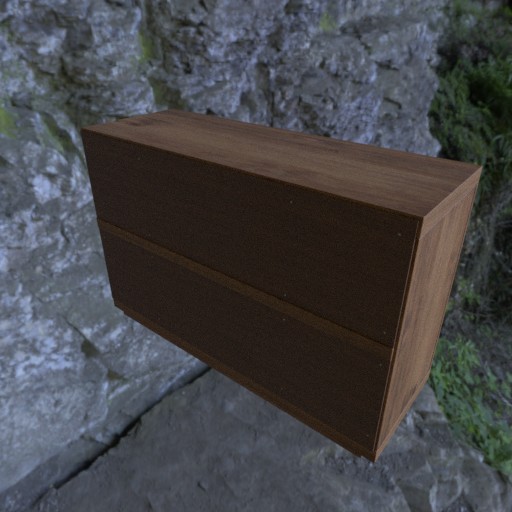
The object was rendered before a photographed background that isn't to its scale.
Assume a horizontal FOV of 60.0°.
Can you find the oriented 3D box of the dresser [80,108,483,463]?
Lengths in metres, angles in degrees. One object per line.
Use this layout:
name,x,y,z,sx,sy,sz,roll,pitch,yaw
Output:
dresser,0.000,0.000,1.619,1.261,0.825,0.479,21,36,33
